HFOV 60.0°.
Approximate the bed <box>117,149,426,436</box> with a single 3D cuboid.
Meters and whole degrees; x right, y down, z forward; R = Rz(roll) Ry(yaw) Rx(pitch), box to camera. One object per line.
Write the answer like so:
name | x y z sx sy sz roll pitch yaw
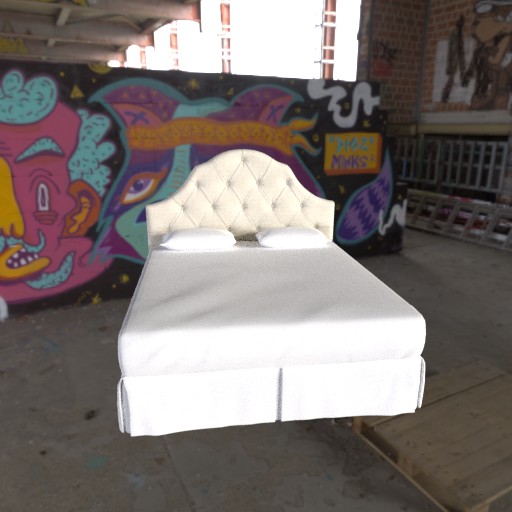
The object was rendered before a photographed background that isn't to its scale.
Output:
bed | 0.000 0.000 3.634 2.008 1.615 2.214 -2 16 -7
